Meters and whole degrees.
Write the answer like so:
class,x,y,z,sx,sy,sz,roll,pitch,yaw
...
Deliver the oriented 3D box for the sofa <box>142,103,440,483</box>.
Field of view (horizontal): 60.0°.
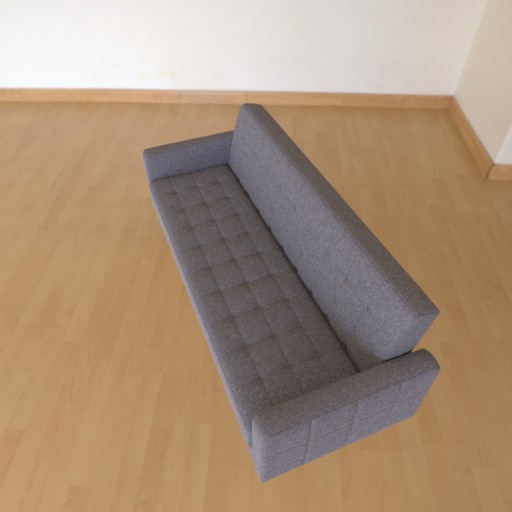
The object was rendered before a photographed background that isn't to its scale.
class,x,y,z,sx,sy,sz,roll,pitch,yaw
sofa,0.000,0.000,2.436,0.810,0.850,2.040,-16,48,-15
